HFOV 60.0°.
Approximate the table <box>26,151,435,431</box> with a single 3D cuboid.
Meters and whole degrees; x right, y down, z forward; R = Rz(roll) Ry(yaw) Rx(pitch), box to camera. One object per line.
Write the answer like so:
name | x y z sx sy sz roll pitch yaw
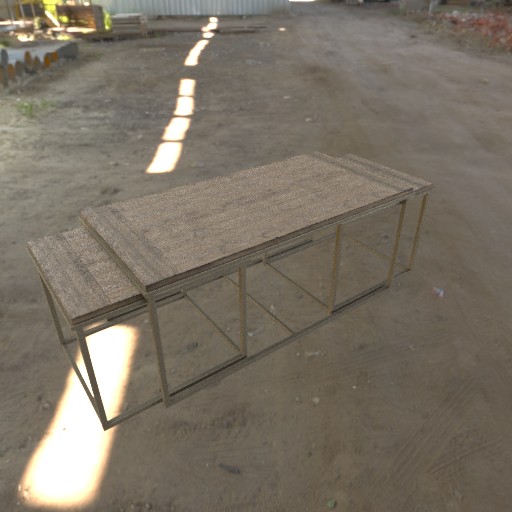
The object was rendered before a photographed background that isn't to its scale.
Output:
table | 0.000 0.000 1.529 1.312 0.427 0.489 -21 37 -30
